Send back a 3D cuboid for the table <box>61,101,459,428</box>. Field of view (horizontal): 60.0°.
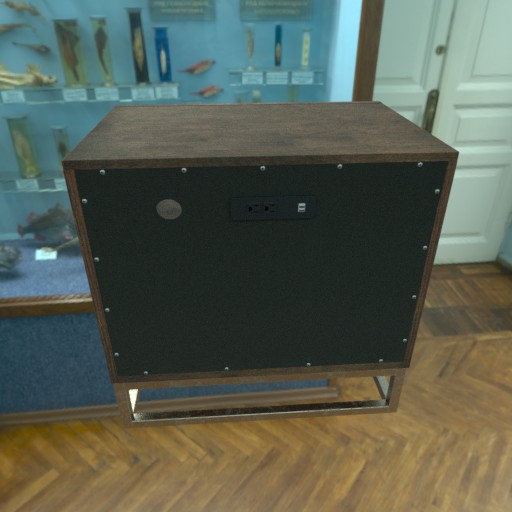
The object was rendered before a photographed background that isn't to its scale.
[{"bbox_3d":[0.000,0.000,1.262,0.767,0.746,0.542,-2,30,-4],"label":"table"}]
